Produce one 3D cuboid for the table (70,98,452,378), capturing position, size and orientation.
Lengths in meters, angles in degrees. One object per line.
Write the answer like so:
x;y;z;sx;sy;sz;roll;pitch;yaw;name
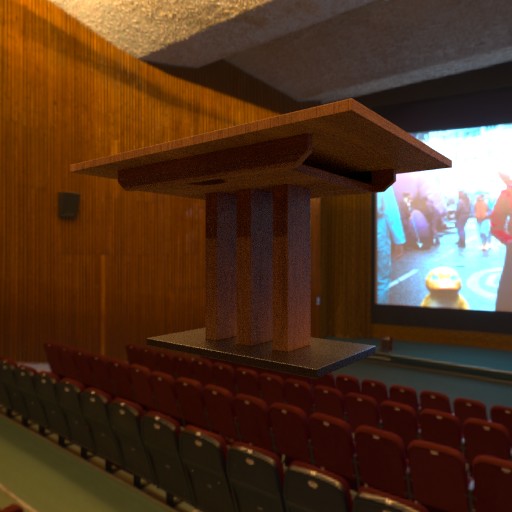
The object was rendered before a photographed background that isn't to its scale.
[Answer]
0.000;0.000;1.832;1.300;0.770;0.900;0;0;38;table
